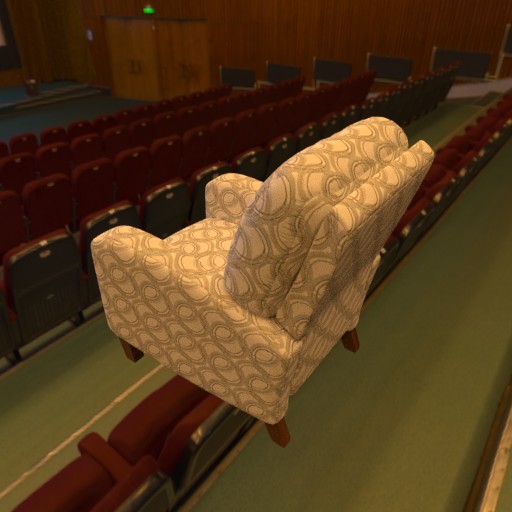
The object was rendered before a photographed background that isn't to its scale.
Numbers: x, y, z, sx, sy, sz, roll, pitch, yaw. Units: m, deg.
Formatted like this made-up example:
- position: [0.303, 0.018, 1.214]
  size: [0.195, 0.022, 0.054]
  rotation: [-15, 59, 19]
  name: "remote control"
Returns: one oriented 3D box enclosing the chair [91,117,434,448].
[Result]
- position: [0.000, 0.000, 1.712]
  size: [0.995, 1.065, 0.796]
  rotation: [21, 38, 30]
  name: "chair"
